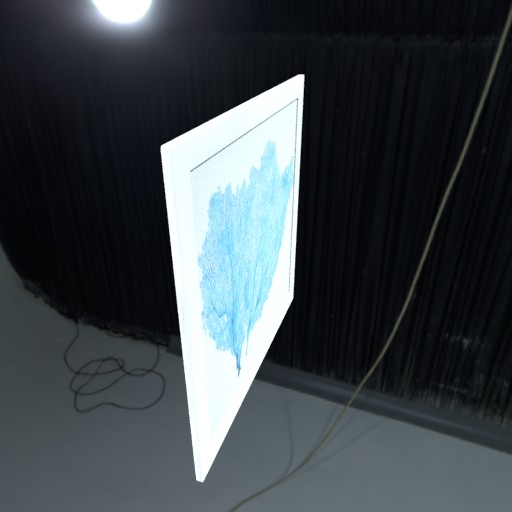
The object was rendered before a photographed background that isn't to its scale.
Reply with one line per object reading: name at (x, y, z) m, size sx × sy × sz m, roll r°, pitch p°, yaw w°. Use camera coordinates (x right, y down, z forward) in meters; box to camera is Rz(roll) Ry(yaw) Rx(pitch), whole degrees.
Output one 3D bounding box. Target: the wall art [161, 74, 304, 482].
wall art at (0.000, 0.000, 0.859) m, size 0.013 × 0.584 × 0.584 m, roll 10°, pitch 31°, yaw 17°
